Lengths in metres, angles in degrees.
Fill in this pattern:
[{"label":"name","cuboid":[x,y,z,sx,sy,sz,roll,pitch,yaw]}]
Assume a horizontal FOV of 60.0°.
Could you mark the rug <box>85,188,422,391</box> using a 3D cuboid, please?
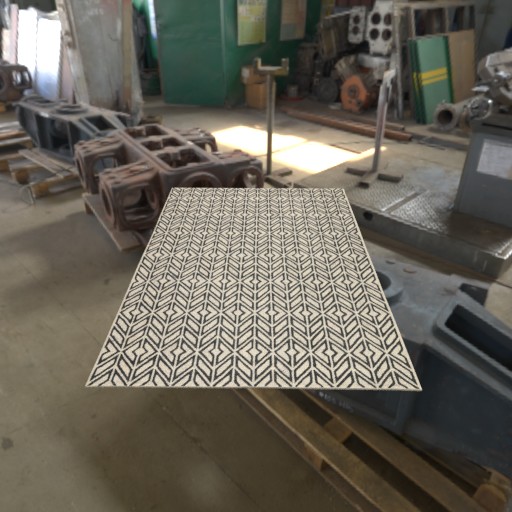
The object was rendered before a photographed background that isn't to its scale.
[{"label":"rug","cuboid":[0.000,0.000,2.378,1.220,0.007,1.828,0,32,1]}]
